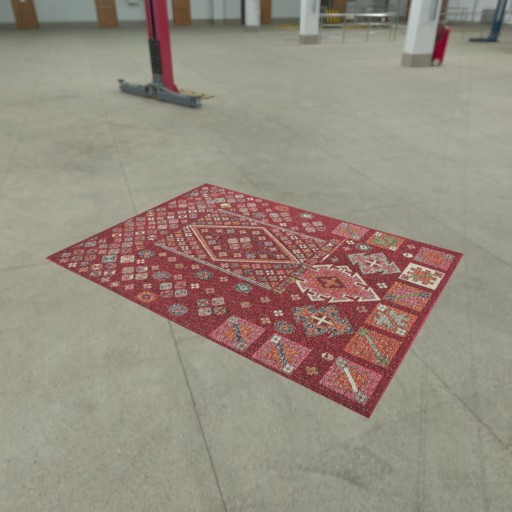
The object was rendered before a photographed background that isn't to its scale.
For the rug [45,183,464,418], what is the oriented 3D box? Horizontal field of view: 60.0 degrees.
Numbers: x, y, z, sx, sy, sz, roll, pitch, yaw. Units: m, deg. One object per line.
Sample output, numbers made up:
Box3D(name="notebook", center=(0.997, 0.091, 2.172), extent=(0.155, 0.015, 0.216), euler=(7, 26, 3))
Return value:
Box3D(name="rug", center=(0.000, 0.000, 2.851), extent=(2.184, 0.007, 1.579), euler=(19, 36, 29))
